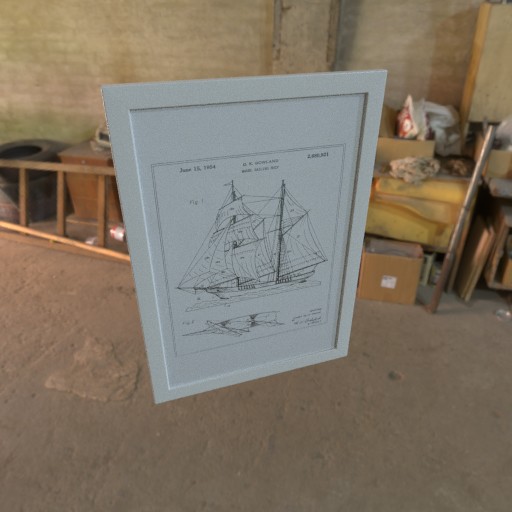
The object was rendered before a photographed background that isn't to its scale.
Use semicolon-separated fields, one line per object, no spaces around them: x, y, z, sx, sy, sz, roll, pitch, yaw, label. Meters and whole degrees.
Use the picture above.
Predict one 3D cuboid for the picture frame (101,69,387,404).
0.000;0.000;0.703;0.381;0.534;0.012;-10;32;-16;picture frame
